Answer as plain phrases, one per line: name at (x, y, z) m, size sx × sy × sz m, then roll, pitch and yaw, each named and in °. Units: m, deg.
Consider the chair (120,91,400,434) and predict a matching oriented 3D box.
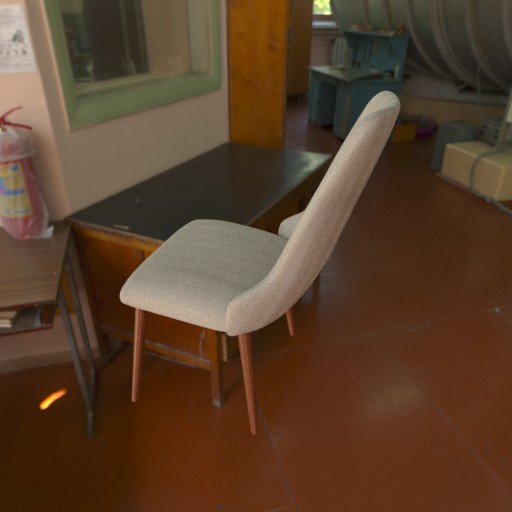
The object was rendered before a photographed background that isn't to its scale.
chair at (0.000, 0.000, 1.309) m, size 0.684 × 0.917 × 0.526 m, roll 9°, pitch 30°, yaw 16°
